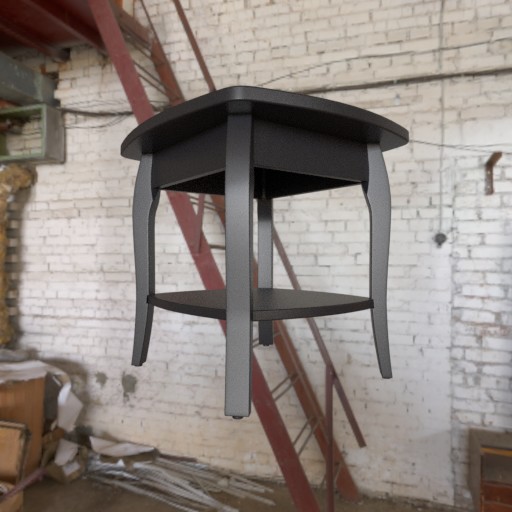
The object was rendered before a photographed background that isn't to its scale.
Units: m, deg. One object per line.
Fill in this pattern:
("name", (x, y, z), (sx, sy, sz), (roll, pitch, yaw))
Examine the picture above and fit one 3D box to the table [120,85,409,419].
("table", (0.000, 0.000, 0.876), (0.457, 0.457, 0.508), (0, 0, -37))
